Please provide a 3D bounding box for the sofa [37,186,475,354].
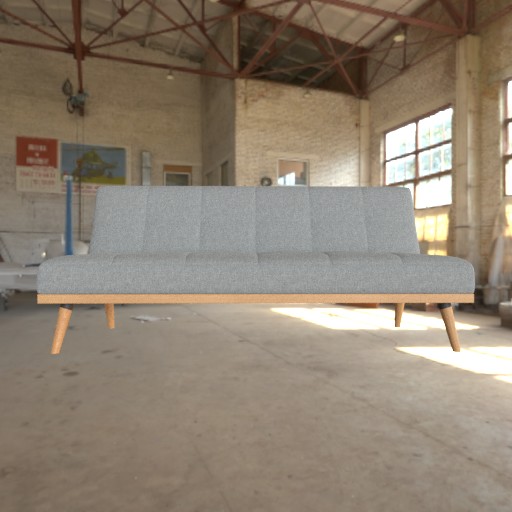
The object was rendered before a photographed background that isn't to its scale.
[{"bbox_3d":[0.000,0.000,2.213,1.820,0.800,0.800,0,0,-1],"label":"sofa"}]
